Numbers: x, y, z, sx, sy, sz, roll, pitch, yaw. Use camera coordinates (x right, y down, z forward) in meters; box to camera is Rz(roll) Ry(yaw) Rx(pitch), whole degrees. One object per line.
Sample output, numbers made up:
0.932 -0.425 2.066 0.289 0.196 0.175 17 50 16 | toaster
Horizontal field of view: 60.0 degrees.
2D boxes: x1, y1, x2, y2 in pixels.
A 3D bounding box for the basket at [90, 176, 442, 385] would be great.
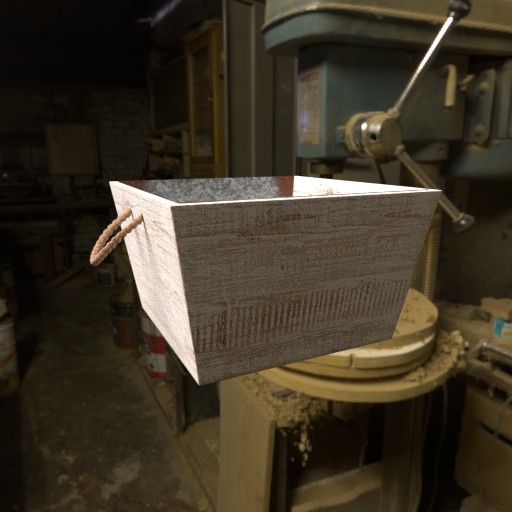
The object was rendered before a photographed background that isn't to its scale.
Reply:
0.000 0.000 0.776 0.545 0.247 0.413 -7 15 -26 | basket
